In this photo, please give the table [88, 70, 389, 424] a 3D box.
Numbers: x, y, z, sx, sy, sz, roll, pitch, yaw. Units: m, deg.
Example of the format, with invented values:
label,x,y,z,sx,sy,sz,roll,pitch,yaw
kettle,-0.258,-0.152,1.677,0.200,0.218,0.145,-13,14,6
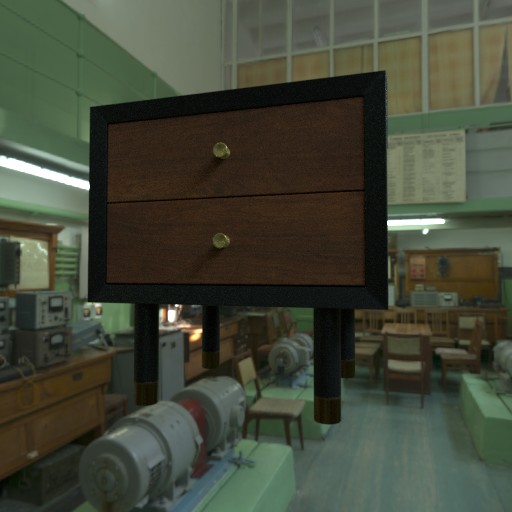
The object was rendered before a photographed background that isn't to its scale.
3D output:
label,x,y,z,sx,sy,sz,roll,pitch,yaw
table,0.000,0.000,0.983,0.564,0.584,0.441,-1,-2,17
